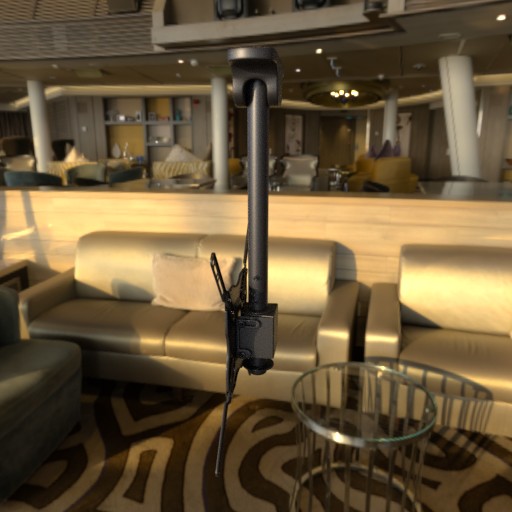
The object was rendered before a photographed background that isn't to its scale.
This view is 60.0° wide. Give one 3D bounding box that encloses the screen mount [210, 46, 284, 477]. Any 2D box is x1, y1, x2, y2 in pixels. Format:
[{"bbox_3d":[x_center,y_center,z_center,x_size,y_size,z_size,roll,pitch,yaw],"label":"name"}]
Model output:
[{"bbox_3d":[0.000,0.000,0.883,0.090,0.729,0.393,2,14,8],"label":"screen mount"}]
